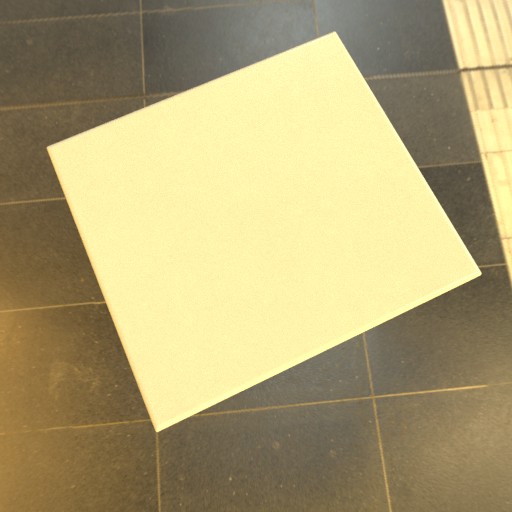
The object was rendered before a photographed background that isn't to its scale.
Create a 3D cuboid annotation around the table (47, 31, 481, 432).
[{"bbox_3d":[0.000,0.000,0.909,0.488,0.565,0.442,-24,77,-6],"label":"table"}]
